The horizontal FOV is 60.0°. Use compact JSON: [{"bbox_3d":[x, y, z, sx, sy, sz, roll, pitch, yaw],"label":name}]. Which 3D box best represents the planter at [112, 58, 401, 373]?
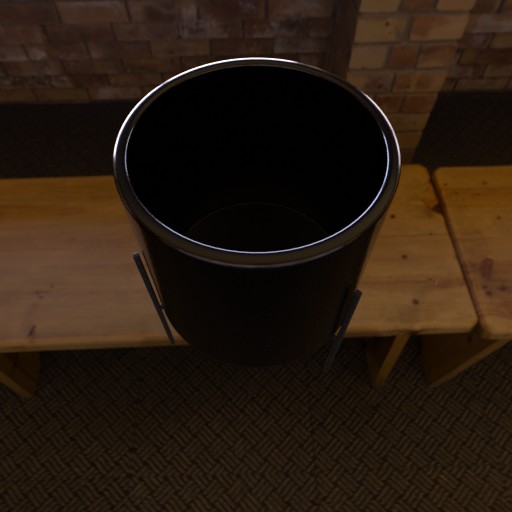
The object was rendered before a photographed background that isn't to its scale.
[{"bbox_3d":[0.000,0.000,0.642,0.310,0.432,0.310,-30,62,-17],"label":"planter"}]
